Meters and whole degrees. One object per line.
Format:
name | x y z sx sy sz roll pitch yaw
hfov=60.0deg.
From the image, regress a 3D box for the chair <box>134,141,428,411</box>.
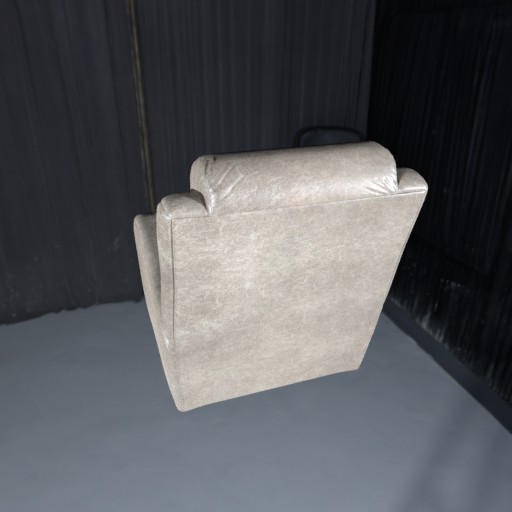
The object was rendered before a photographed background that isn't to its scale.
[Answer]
chair | 0.000 0.000 1.944 0.967 1.116 1.068 -9 28 -17
